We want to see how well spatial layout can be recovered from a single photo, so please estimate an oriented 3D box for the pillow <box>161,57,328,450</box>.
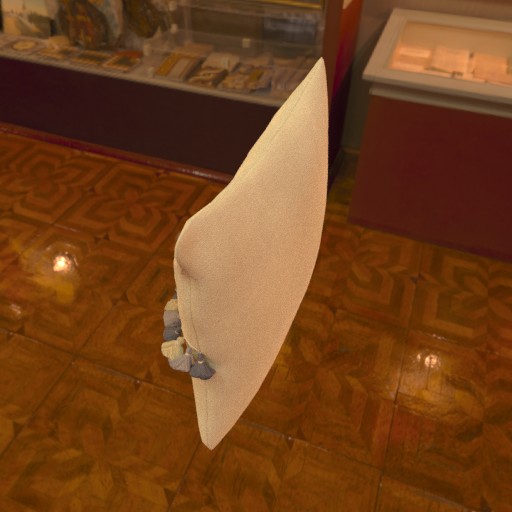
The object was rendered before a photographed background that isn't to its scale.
[{"bbox_3d":[0.000,0.000,0.734,0.165,0.481,0.489,17,48,16],"label":"pillow"}]
